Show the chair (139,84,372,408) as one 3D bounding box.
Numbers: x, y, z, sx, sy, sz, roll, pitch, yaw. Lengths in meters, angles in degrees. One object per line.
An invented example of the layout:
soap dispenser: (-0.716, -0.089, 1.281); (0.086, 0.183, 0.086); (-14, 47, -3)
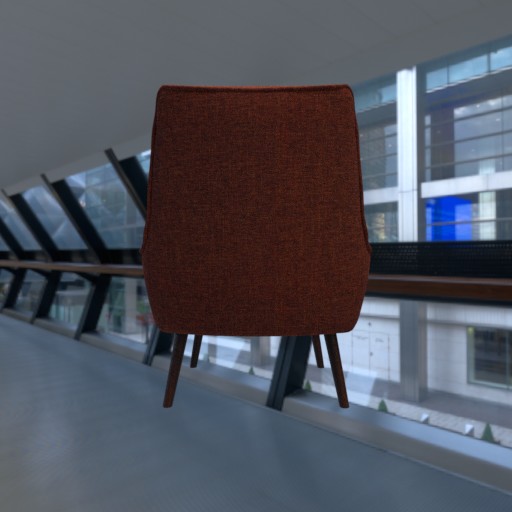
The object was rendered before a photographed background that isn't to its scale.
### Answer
chair: (0.000, 0.000, 1.521); (0.803, 0.911, 0.784); (0, -1, 1)
